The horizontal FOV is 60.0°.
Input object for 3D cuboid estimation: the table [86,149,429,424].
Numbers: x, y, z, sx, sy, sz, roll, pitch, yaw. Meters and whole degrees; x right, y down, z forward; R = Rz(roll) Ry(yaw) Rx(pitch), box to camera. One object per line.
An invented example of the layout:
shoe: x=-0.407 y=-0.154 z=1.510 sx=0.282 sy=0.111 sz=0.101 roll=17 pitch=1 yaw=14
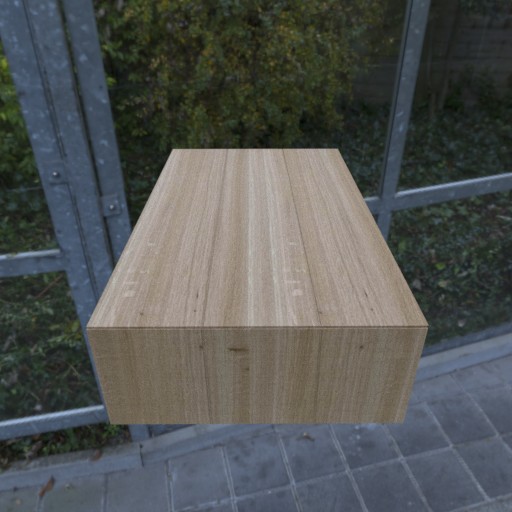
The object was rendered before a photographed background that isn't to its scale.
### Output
table: x=0.000 y=0.000 z=1.439 sx=0.678 sy=0.353 sz=1.110 roll=0 pitch=31 yaw=0
